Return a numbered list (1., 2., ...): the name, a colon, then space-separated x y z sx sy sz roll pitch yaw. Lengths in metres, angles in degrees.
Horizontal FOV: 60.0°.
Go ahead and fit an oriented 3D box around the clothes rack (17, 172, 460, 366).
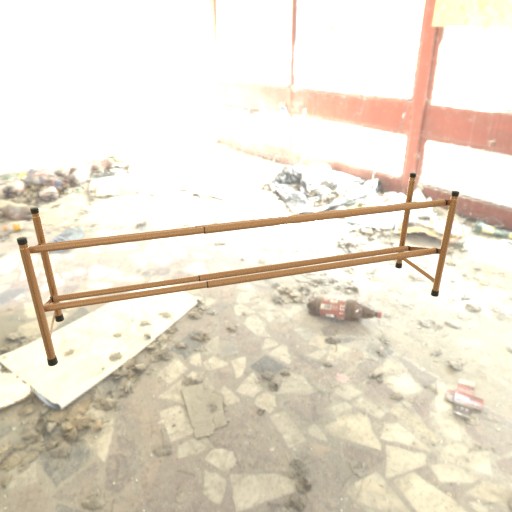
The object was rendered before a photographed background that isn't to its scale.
1. clothes rack: 0.000 0.000 1.292 1.168 0.349 0.229 -8 27 -15
